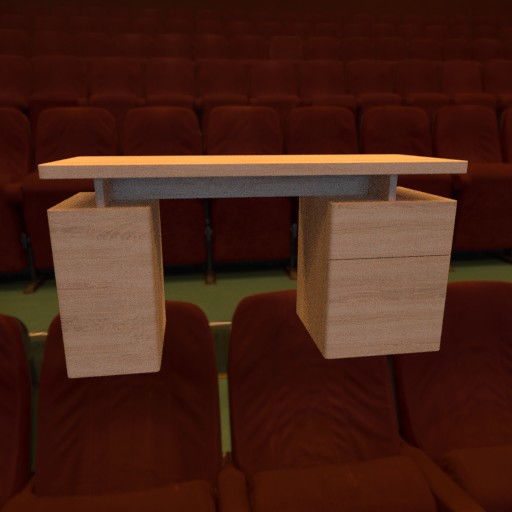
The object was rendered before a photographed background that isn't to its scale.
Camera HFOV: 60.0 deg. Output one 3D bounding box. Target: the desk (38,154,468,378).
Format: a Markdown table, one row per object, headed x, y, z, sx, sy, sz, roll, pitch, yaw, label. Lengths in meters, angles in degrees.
| x | y | z | sx | sy | sz | roll | pitch | yaw | label |
| --- | --- | --- | --- | --- | --- | --- | --- | --- | --- |
| 0.000 | 0.000 | 1.771 | 1.400 | 0.760 | 0.550 | -2 | 15 | -8 | desk |
